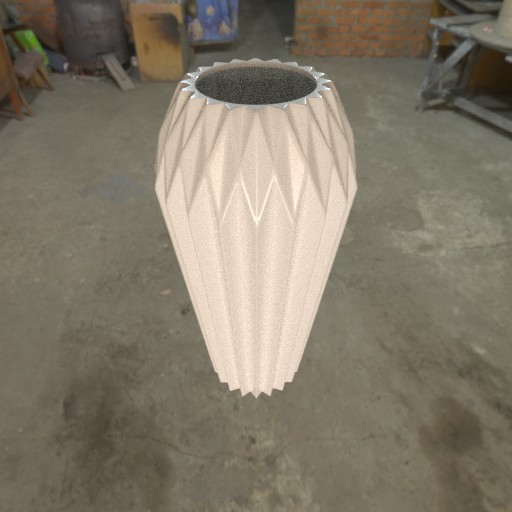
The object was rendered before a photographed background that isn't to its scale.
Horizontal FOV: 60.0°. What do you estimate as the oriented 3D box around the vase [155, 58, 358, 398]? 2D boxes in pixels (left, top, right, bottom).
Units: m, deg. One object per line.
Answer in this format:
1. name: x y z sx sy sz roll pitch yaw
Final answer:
1. vase: 0.000 0.000 0.339 0.133 0.263 0.133 0 40 0
